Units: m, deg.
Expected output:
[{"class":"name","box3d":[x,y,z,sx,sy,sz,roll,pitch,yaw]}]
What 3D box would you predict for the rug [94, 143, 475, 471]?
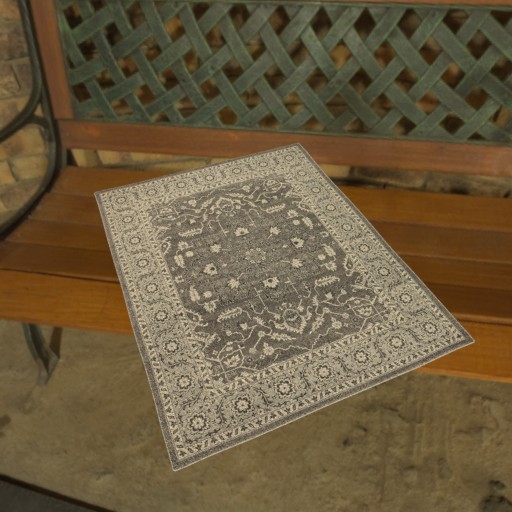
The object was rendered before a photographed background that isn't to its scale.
[{"class":"rug","box3d":[0.000,0.000,4.112,2.451,0.026,3.069,-17,49,-16]}]
